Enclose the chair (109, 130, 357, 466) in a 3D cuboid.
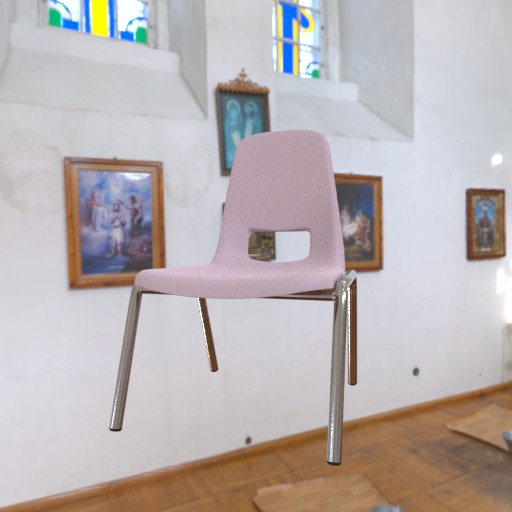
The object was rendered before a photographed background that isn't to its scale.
[{"bbox_3d":[0.000,0.000,0.798,0.354,0.536,0.385,0,2,18],"label":"chair"}]
